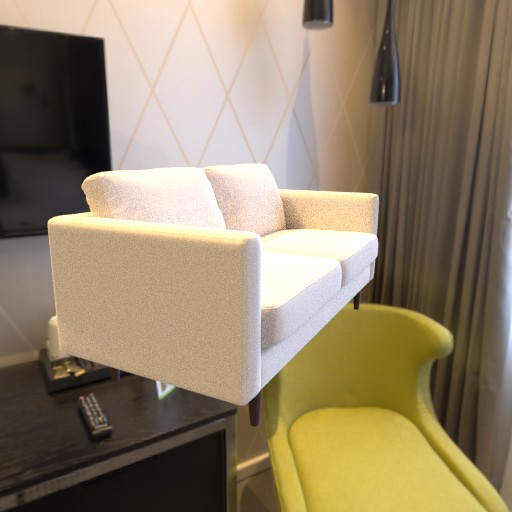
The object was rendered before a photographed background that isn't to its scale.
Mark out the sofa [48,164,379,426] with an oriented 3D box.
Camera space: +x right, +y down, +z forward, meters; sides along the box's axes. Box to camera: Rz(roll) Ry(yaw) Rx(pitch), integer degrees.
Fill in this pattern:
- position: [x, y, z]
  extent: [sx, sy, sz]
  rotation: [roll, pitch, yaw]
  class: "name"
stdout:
- position: [0.000, 0.000, 2.266]
  extent: [0.940, 0.893, 1.713]
  rotation: [7, 15, 27]
  class: "sofa"
